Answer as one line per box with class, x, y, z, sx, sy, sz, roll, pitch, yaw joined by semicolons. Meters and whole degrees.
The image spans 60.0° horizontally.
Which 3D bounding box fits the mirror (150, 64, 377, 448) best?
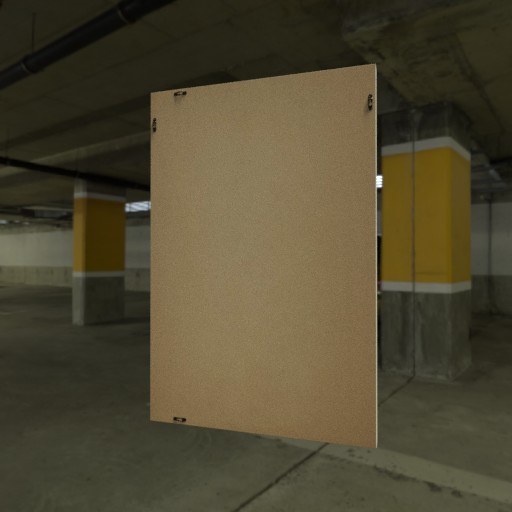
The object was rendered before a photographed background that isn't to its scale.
mirror;0.000;0.000;1.160;0.609;0.914;0.041;0;0;18
